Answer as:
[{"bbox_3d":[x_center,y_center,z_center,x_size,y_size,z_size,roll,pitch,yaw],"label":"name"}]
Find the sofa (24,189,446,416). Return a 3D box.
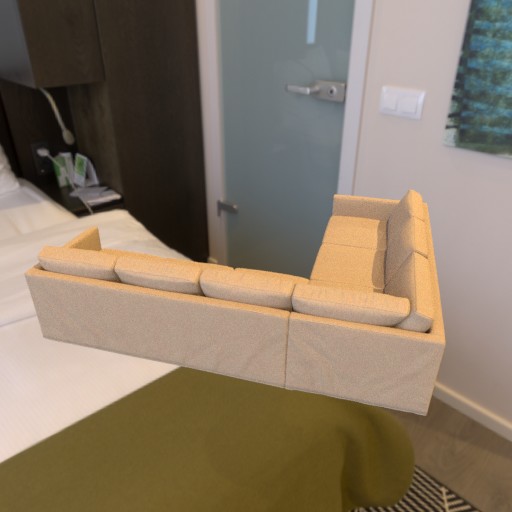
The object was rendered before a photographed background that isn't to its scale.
[{"bbox_3d":[0.000,0.000,4.287,3.182,0.871,2.432,8,30,14],"label":"sofa"}]
